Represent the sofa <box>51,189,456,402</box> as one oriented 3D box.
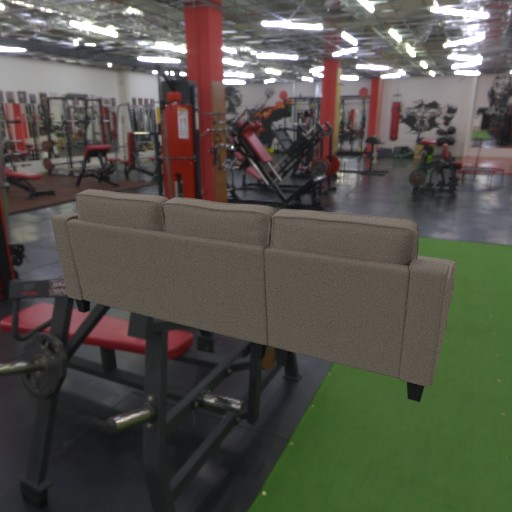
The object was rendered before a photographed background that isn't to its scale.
[{"bbox_3d":[0.000,0.000,3.142,2.561,0.928,1.294,9,19,26],"label":"sofa"}]
